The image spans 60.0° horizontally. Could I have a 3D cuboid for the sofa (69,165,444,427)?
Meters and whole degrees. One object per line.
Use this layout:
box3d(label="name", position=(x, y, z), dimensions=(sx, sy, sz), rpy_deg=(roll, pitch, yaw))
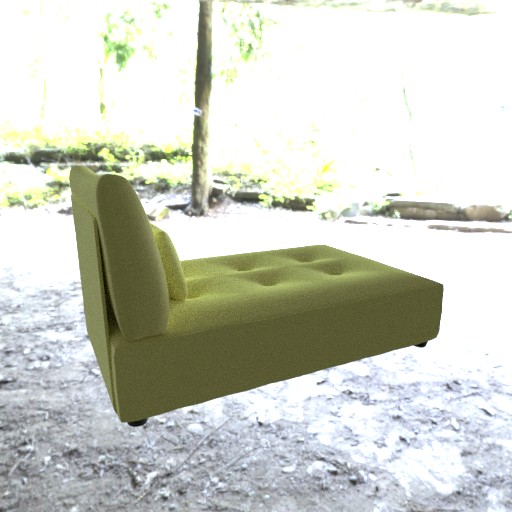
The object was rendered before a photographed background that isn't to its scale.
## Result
box3d(label="sofa", position=(0.000, 0.000, 2.012), dimensions=(1.450, 0.820, 0.930), rpy_deg=(-7, 16, -26))
